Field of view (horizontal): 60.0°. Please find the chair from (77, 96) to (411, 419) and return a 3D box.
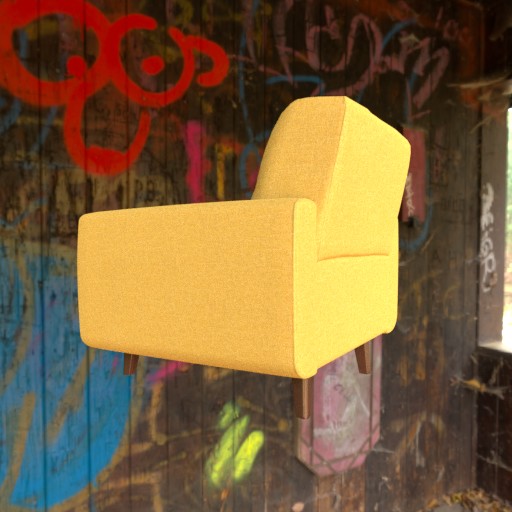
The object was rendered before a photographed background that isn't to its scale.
[{"bbox_3d":[0.000,0.000,1.551,0.909,0.841,0.831,1,2,33],"label":"chair"}]
